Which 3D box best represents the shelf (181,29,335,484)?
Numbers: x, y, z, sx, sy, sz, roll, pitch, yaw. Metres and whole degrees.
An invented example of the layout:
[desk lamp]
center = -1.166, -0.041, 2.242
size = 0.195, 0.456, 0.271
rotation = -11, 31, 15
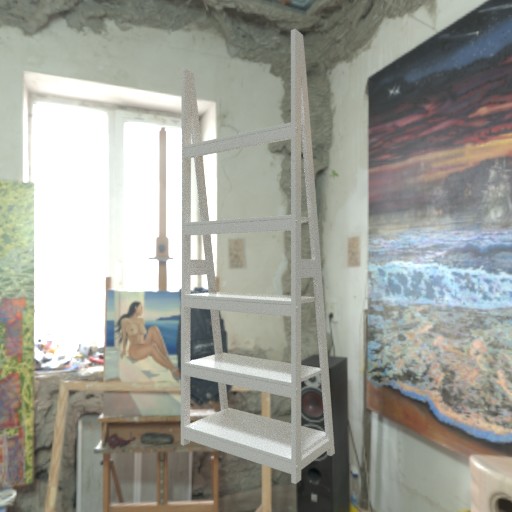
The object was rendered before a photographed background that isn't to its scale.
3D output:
[shelf]
center = 0.000, 0.000, 2.055
size = 0.636, 1.779, 0.341
rotation = 0, -1, 36
